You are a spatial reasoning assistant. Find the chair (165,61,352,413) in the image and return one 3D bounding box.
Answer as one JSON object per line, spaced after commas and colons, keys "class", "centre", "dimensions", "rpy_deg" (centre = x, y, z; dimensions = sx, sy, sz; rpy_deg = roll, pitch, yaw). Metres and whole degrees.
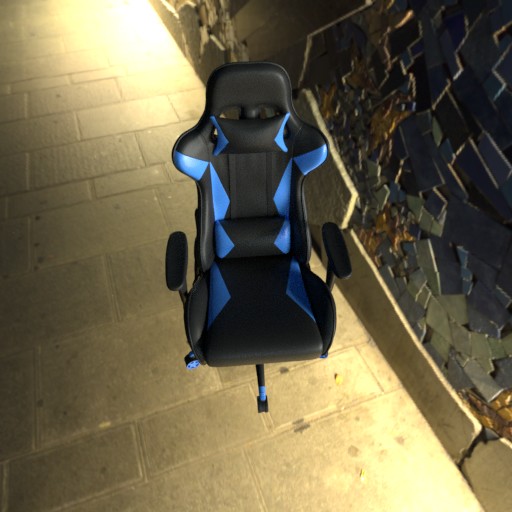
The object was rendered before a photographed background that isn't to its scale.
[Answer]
{"class": "chair", "centre": [0.000, 0.000, 1.729], "dimensions": [0.695, 1.282, 0.730], "rpy_deg": [-4, 46, -4]}
